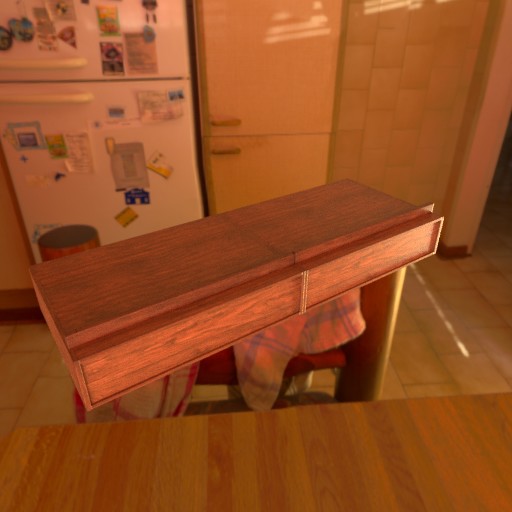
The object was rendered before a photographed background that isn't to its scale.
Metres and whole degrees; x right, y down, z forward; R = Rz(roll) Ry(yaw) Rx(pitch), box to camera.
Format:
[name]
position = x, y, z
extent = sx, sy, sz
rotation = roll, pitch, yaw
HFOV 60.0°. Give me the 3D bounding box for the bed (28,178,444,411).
[bed]
position = 0.000, 0.000, 2.350
extent = 2.057, 0.326, 0.787
rotation = -19, 35, -30
